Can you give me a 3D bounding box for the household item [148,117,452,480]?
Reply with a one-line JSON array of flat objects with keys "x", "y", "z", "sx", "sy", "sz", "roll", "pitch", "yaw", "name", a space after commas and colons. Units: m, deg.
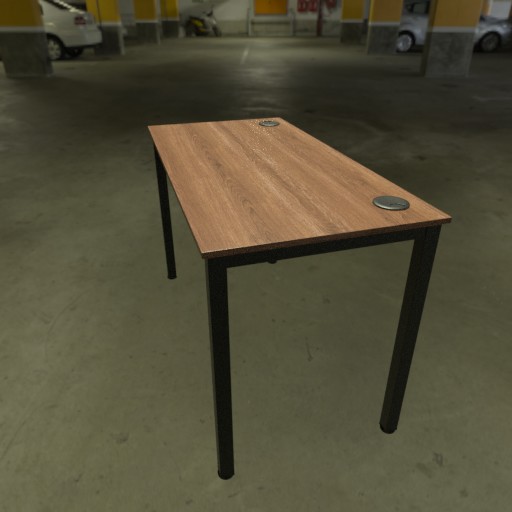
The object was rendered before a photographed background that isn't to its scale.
[{"x": 0.000, "y": 0.000, "z": 1.650, "sx": 0.600, "sy": 0.750, "sz": 1.200, "roll": -8, "pitch": 30, "yaw": -15, "name": "household item"}]
